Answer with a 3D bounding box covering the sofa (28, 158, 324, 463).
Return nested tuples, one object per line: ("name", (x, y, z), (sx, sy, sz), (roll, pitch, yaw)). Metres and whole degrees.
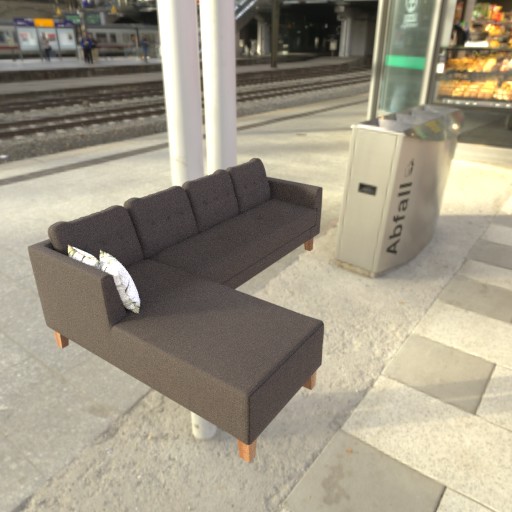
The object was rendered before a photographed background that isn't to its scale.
("sofa", (0.000, 0.000, 3.546), (1.829, 0.932, 2.679), (17, 30, 31))
